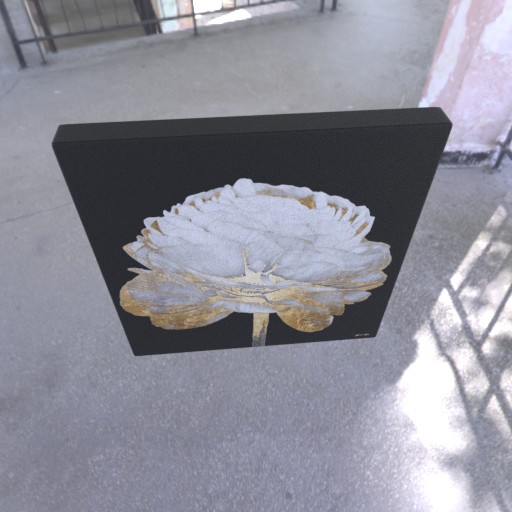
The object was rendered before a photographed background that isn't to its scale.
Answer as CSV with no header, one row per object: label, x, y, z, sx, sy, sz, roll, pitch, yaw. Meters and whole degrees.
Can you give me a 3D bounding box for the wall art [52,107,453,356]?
wall art,0.000,0.000,0.606,0.406,0.407,0.041,-4,47,-4
